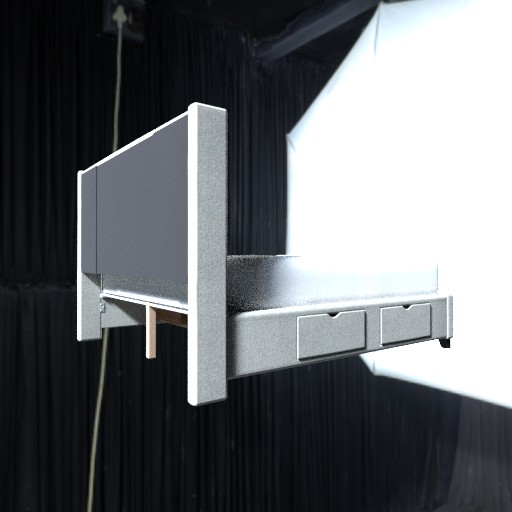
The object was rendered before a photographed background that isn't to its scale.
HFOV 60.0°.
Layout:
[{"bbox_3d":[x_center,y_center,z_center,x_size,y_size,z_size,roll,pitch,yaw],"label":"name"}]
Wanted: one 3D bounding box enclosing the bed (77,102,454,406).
[{"bbox_3d":[0.000,0.000,3.646,2.280,1.470,2.140,0,0,-36],"label":"bed"}]
